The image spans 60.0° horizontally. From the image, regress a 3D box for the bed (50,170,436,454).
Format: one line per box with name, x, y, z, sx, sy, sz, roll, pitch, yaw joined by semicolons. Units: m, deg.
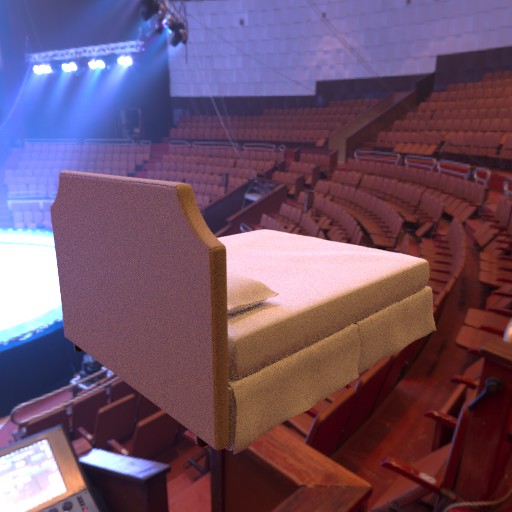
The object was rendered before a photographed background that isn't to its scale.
bed;0.000;0.000;4.064;2.773;1.590;2.350;-14;20;-43
